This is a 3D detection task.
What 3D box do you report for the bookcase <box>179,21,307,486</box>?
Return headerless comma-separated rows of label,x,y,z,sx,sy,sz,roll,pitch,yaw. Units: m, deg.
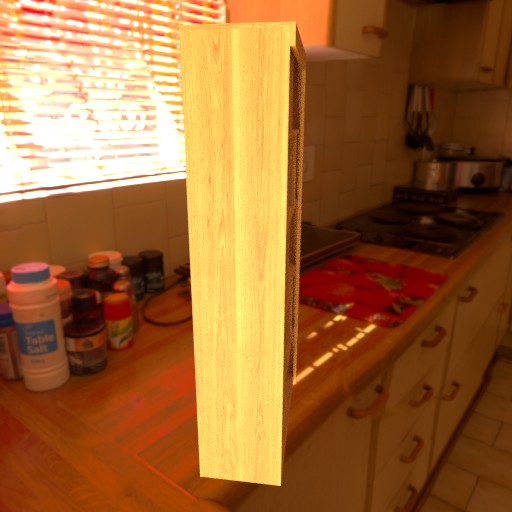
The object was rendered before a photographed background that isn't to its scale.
bookcase,0.000,0.000,2.316,0.420,2.020,0.950,3,18,8
